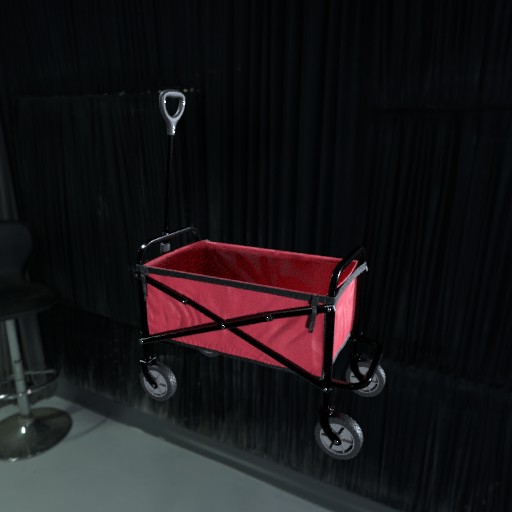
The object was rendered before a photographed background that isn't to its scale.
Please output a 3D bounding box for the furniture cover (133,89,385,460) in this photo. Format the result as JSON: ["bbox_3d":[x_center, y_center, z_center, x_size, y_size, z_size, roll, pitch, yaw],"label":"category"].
[{"bbox_3d":[0.000,0.000,1.806,1.038,1.295,0.532,8,18,25],"label":"furniture cover"}]
